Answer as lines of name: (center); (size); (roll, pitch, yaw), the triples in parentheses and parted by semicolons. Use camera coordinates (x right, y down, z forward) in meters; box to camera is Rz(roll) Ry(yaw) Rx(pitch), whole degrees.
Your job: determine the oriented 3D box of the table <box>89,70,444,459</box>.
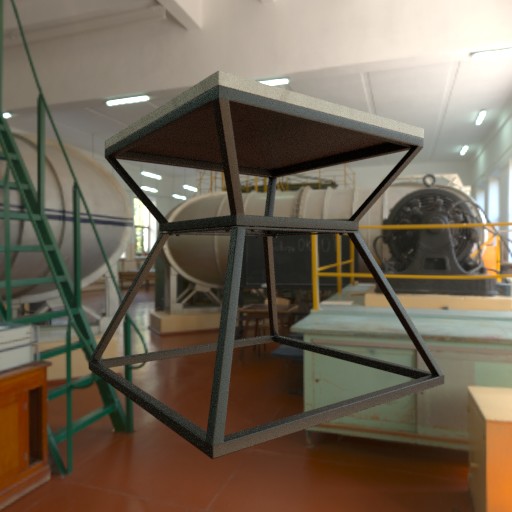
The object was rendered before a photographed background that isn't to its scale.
table: (0.000, 0.000, 0.791); (0.455, 0.431, 0.455); (-1, 1, -37)
